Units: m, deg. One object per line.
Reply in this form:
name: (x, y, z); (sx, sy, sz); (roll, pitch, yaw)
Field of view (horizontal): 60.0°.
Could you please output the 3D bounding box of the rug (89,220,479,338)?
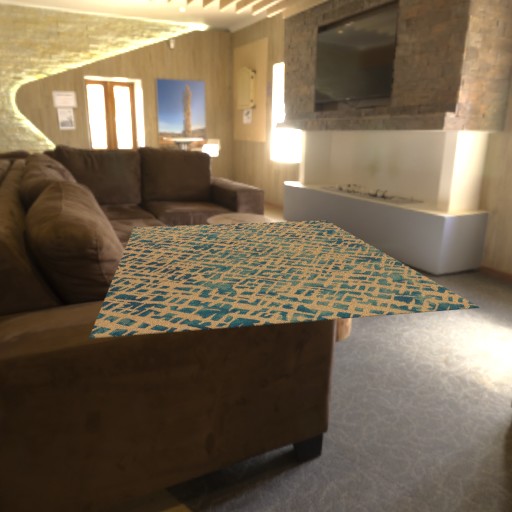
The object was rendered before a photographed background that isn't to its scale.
rug: (0.000, 0.000, 4.103); (2.435, 0.007, 3.007); (-3, 16, -10)
